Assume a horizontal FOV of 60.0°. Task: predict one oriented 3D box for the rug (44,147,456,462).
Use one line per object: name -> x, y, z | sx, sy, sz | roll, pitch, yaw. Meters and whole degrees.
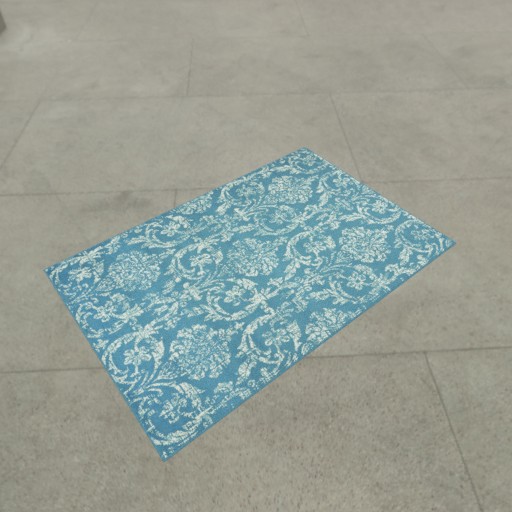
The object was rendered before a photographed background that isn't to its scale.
rug -> 0.000, 0.000, 3.518 | 2.746, 0.018, 1.816 | -30, 53, -26
